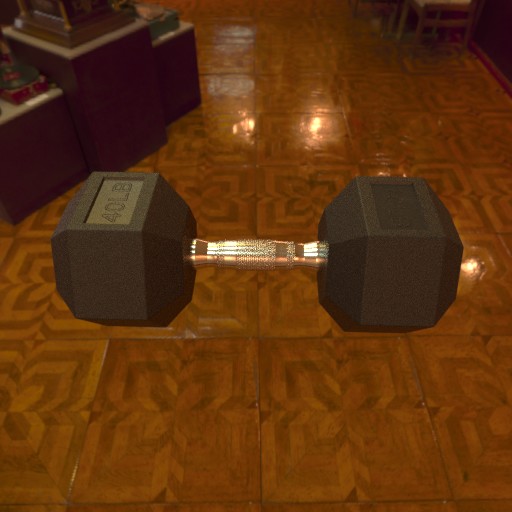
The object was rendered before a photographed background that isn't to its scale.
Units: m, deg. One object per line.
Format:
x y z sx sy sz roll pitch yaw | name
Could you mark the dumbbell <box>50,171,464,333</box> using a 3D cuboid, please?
0.000 0.000 0.433 0.361 0.137 0.157 1 46 1 | dumbbell
